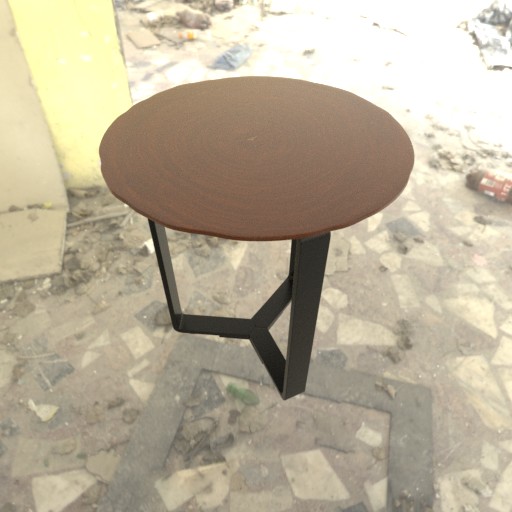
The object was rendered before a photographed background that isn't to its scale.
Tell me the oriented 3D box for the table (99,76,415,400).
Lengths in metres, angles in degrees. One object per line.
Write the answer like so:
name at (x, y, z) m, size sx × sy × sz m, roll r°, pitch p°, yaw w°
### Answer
table at (0.000, 0.000, 0.751) m, size 0.410 × 0.450 × 0.380 m, roll 4°, pitch 46°, yaw 4°
